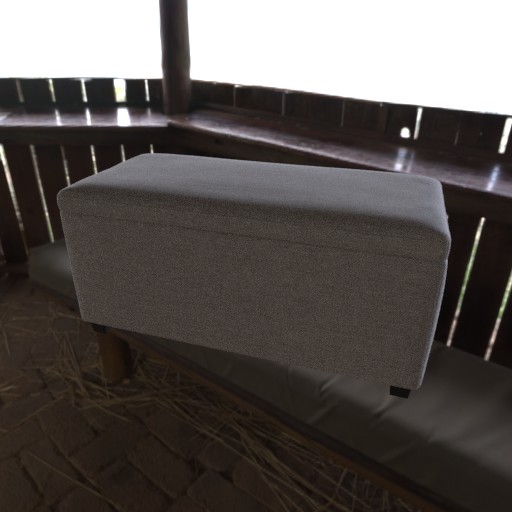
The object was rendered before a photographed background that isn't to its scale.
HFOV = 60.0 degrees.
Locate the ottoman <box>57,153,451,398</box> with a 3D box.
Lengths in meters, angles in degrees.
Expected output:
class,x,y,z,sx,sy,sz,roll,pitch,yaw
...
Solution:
class,x,y,z,sx,sy,sz,roll,pitch,yaw
ottoman,0.000,0.000,1.182,0.902,0.432,0.419,8,28,16
